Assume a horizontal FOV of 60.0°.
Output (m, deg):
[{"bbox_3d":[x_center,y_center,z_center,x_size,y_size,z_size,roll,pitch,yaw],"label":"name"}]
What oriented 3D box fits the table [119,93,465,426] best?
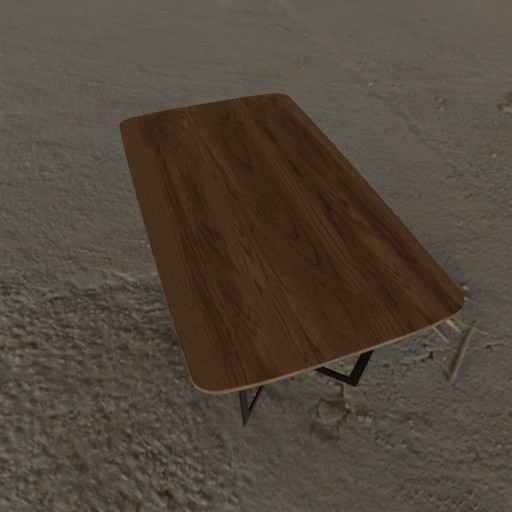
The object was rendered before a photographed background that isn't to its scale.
[{"bbox_3d":[0.000,0.000,2.129,0.949,0.765,1.643,-15,48,-14],"label":"table"}]
